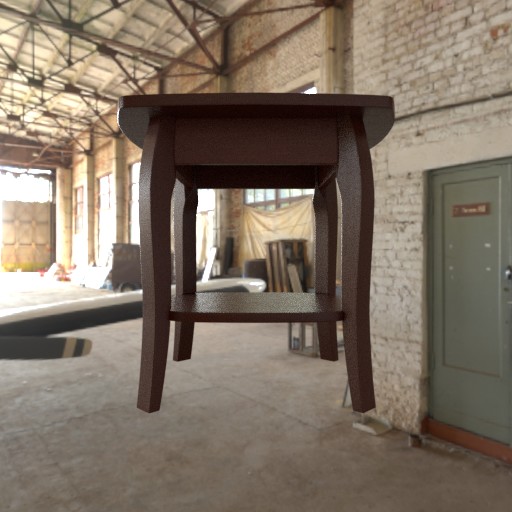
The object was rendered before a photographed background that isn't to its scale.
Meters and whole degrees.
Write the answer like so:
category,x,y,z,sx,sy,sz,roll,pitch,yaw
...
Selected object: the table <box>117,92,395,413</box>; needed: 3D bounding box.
category,x,y,z,sx,sy,sz,roll,pitch,yaw
table,0.000,0.000,0.884,0.502,0.496,0.433,0,0,0
